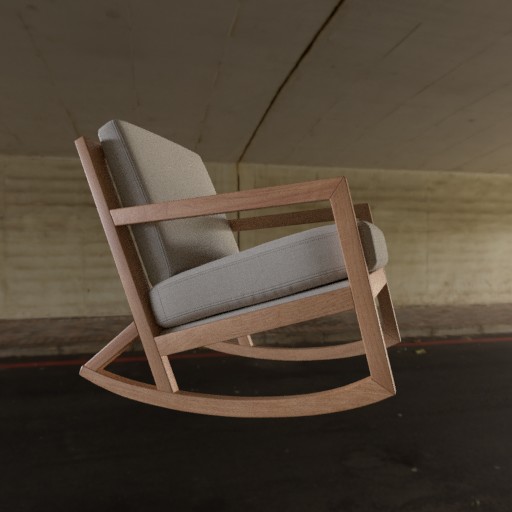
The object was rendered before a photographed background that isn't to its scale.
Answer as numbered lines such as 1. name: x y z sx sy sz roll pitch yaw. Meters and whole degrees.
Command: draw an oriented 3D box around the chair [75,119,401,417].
1. chair: 0.000 0.000 1.393 0.857 0.790 0.622 0 1 19
